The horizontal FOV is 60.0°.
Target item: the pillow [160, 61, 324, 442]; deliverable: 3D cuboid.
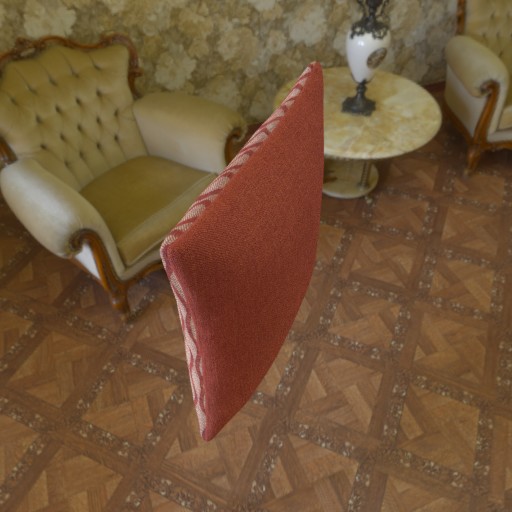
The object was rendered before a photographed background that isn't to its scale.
[{"bbox_3d":[0.000,0.000,0.675,0.159,0.434,0.429,17,49,15],"label":"pillow"}]
